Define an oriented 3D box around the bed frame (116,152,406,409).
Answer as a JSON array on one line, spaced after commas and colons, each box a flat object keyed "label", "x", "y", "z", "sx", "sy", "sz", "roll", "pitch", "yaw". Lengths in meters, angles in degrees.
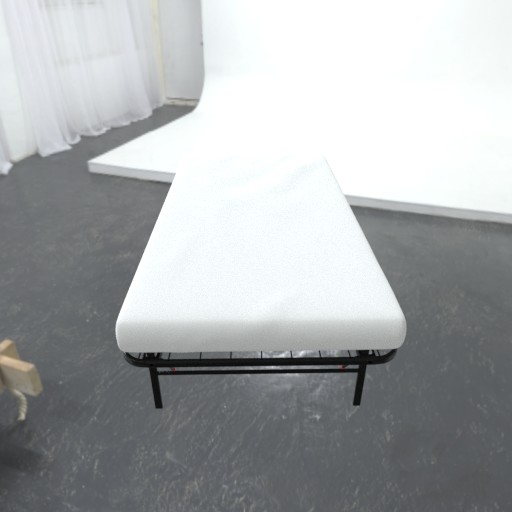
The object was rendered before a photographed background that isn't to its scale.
[{"label": "bed frame", "x": 0.000, "y": 0.000, "z": 2.399, "sx": 0.989, "sy": 0.619, "sz": 1.903, "roll": -1, "pitch": 30, "yaw": -1}]
